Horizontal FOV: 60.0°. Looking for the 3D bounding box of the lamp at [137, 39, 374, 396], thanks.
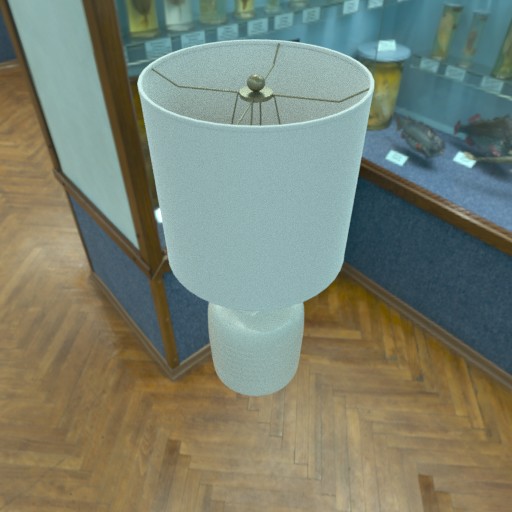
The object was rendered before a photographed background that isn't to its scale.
[{"bbox_3d":[0.000,0.000,0.488,0.188,0.392,0.188,-27,49,-27],"label":"lamp"}]
